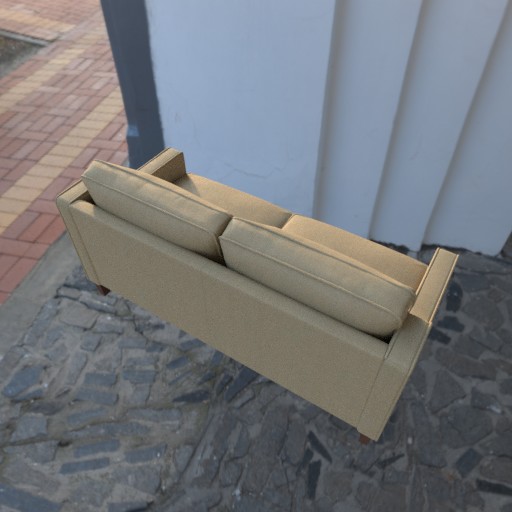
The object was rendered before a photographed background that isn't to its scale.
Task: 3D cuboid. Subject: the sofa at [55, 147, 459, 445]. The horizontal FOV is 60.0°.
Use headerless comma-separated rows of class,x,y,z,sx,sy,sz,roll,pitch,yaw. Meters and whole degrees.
sofa,0.000,0.000,2.798,2.178,1.071,1.066,24,50,22
